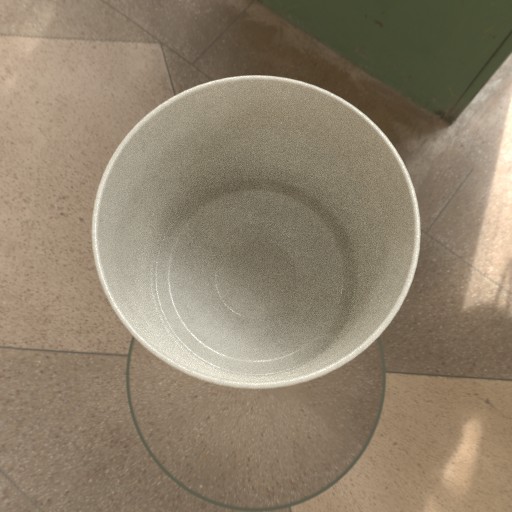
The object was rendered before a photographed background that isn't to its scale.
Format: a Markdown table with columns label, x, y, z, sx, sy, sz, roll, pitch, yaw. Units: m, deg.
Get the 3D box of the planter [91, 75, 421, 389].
| label | x | y | z | sx | sy | sz | roll | pitch | yaw |
| --- | --- | --- | --- | --- | --- | --- | --- | --- | --- |
| planter | 0.000 | 0.000 | 0.343 | 0.190 | 0.181 | 0.190 | 0 | 76 | 0 |
